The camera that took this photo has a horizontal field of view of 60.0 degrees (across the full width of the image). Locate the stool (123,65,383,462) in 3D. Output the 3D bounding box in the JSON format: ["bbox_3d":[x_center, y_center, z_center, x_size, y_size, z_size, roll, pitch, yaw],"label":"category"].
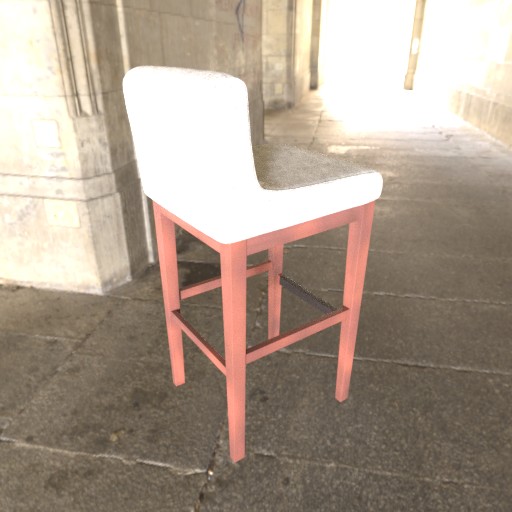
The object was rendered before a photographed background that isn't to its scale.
[{"bbox_3d":[0.000,0.000,1.219,0.499,0.965,0.426,-17,30,-31],"label":"stool"}]
